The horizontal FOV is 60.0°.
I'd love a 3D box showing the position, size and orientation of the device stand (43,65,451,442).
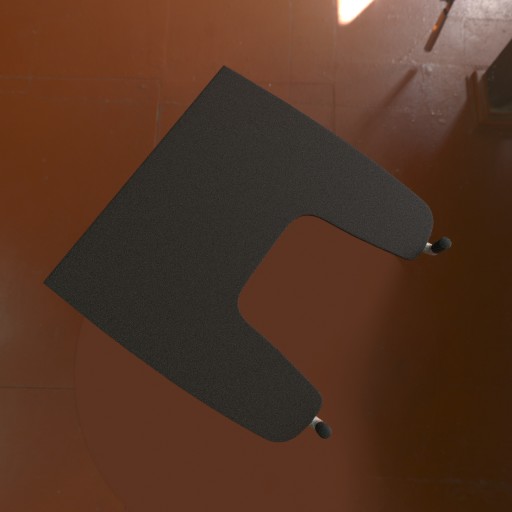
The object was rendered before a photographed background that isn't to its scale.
[{"bbox_3d":[0.000,0.000,0.361,0.230,0.092,0.230,35,79,8],"label":"device stand"}]
